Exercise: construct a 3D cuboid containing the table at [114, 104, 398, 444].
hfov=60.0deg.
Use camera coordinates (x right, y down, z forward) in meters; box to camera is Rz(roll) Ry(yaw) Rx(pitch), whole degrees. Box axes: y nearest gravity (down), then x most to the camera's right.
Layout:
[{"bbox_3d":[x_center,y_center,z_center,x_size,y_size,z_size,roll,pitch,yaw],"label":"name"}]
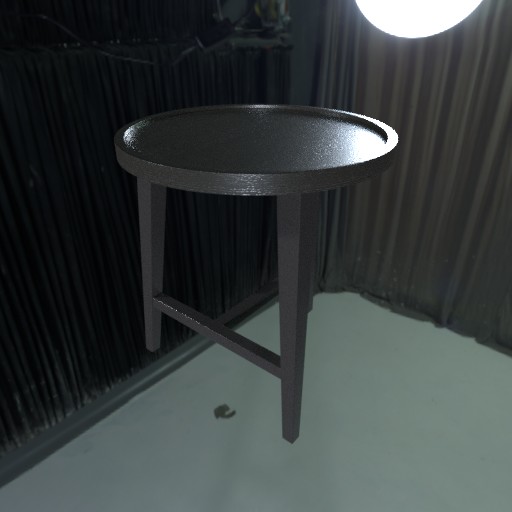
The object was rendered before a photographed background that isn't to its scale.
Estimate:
[{"bbox_3d":[0.000,0.000,0.939,0.500,0.531,0.500,0,29,0],"label":"table"}]
